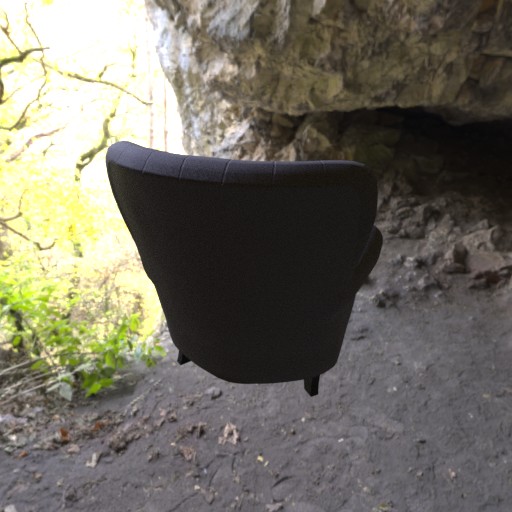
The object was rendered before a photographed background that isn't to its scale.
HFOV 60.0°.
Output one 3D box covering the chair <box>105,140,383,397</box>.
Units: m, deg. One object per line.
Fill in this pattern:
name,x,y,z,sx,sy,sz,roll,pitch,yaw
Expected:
chair,0.000,0.000,1.842,0.983,1.046,0.983,9,30,16
